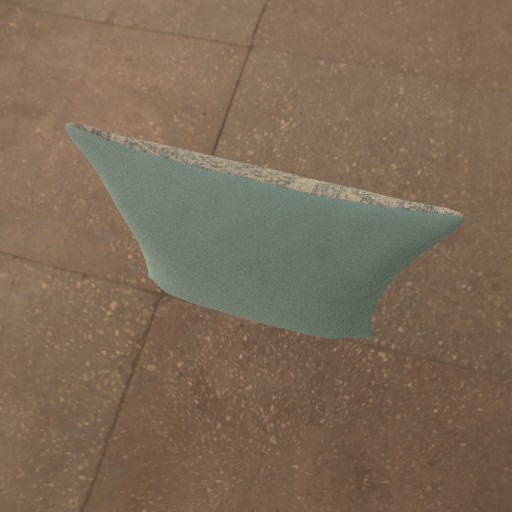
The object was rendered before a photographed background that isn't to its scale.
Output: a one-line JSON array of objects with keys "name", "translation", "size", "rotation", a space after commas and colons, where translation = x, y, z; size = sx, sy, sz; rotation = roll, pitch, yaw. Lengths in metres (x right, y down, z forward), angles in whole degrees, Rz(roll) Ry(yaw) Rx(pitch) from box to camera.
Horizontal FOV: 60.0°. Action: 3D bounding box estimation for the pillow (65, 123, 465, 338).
[{"name": "pillow", "translation": [0.000, 0.000, 0.783], "size": [0.526, 0.507, 0.166], "rotation": [14, 64, 7]}]
